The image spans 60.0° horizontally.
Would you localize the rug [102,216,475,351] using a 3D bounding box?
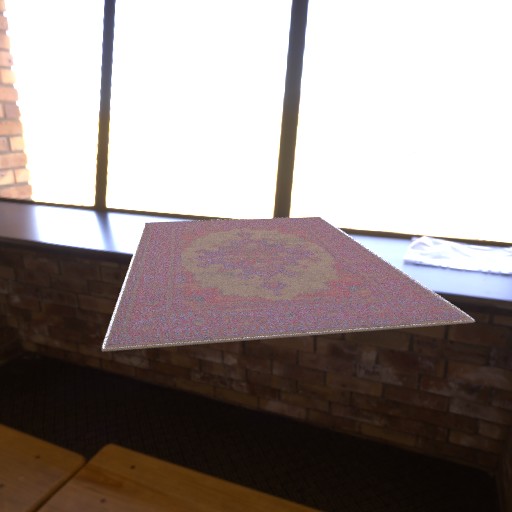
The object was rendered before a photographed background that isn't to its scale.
[{"bbox_3d":[0.000,0.000,3.660,2.005,0.014,2.878,-3,17,-9],"label":"rug"}]
